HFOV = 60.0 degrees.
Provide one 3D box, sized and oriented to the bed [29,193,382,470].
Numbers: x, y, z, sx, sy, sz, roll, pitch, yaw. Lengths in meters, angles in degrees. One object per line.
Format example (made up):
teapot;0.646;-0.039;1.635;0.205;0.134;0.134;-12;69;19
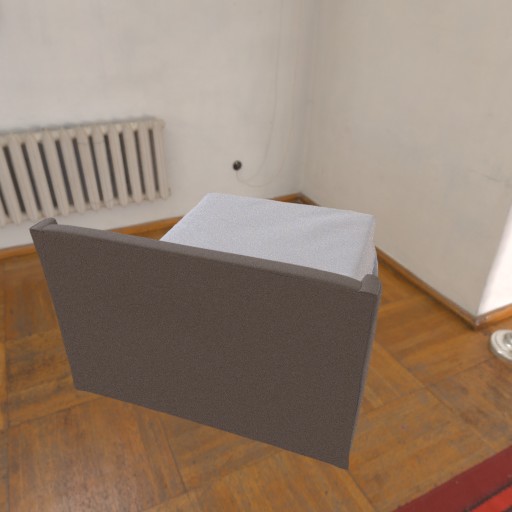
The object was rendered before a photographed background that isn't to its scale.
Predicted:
bed;0.000;0.000;3.425;1.925;1.332;2.276;10;33;16
